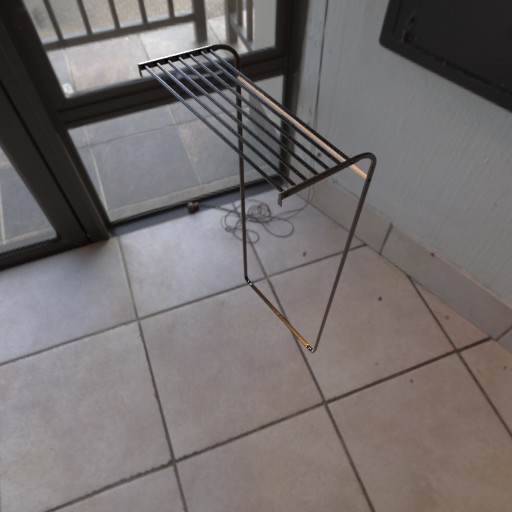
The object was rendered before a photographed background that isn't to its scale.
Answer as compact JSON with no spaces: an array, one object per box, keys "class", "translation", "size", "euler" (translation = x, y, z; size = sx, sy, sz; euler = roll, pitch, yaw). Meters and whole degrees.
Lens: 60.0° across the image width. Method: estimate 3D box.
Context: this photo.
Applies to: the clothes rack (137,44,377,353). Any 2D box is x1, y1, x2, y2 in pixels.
[{"class":"clothes rack","translation":[0.000,0.000,1.810],"size":[0.349,1.574,0.609],"euler":[-34,64,-20]}]
